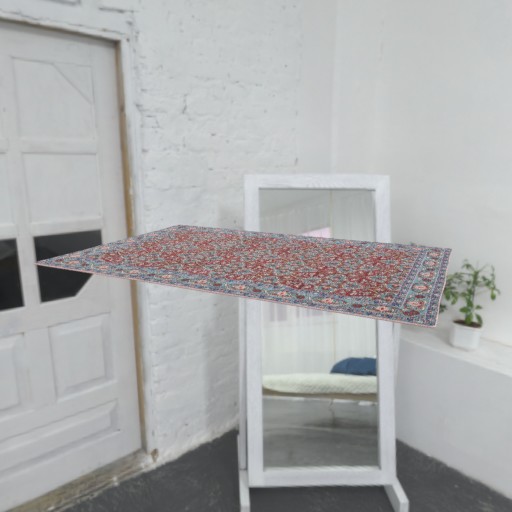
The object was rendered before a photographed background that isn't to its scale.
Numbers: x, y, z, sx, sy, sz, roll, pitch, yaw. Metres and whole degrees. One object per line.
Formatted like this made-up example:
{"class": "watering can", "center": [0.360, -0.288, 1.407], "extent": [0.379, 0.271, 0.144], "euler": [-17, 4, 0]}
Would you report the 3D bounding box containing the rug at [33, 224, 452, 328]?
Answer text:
{"class": "rug", "center": [0.000, 0.000, 2.301], "extent": [1.829, 0.009, 1.219], "euler": [7, 15, 25]}
